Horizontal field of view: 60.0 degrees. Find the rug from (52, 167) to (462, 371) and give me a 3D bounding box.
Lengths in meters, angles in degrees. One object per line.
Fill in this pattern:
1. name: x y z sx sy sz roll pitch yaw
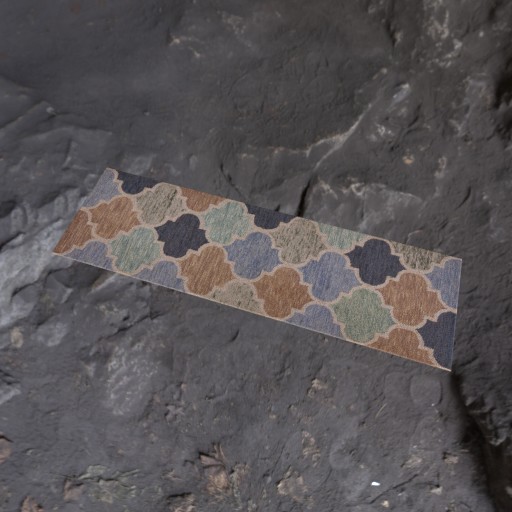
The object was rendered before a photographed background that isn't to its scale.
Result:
1. rug: 0.000 0.000 2.580 2.287 0.011 0.687 15 61 9
